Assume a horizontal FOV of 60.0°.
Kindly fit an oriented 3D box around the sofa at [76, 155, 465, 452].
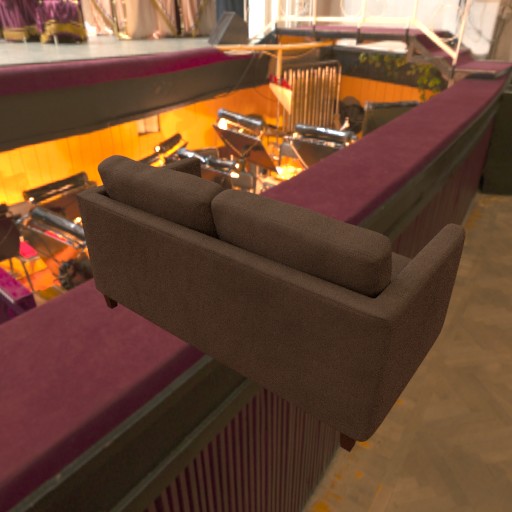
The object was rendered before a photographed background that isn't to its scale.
[{"bbox_3d":[0.000,0.000,2.428,1.884,0.963,0.950,21,36,33],"label":"sofa"}]
